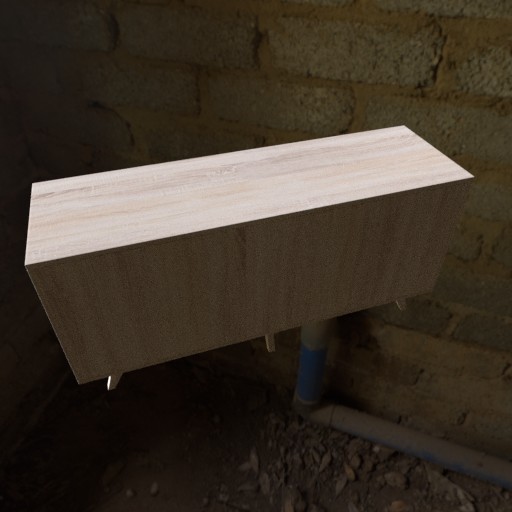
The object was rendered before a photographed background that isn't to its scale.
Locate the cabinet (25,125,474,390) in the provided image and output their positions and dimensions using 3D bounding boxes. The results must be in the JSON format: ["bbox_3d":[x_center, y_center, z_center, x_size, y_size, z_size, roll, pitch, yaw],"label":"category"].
[{"bbox_3d":[0.000,0.000,1.980,1.650,0.780,0.500,-12,42,-14],"label":"cabinet"}]
